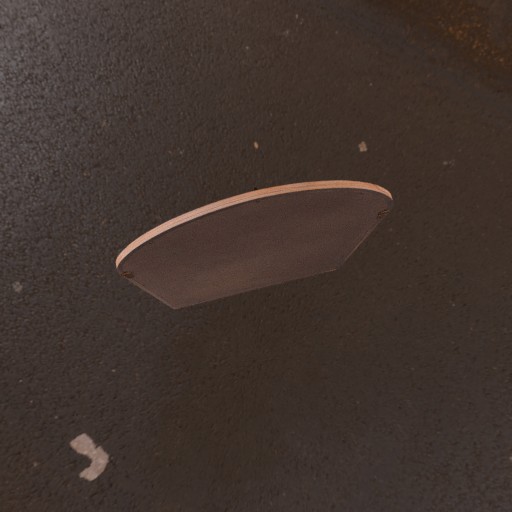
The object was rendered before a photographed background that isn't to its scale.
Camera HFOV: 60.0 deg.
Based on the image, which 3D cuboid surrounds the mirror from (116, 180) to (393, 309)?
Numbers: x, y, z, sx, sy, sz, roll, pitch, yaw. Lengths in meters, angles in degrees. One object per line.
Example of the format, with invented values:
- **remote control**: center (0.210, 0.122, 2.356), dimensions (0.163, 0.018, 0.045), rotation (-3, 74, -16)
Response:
- **mirror**: center (0.000, 0.000, 1.159), dimensions (0.609, 0.915, 0.032), rotation (-14, 77, -3)
